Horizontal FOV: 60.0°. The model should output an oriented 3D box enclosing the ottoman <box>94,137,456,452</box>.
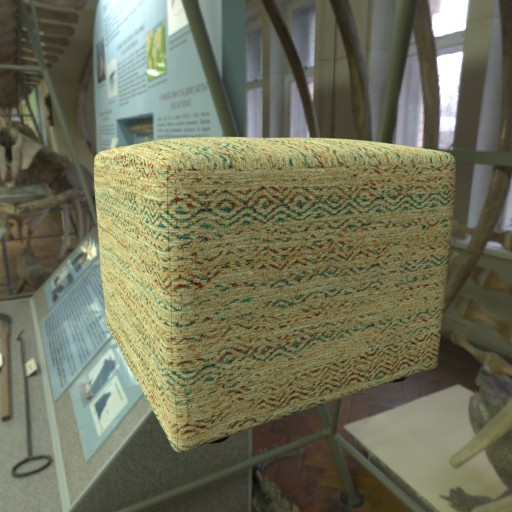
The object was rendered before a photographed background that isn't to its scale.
[{"bbox_3d":[0.000,0.000,0.878,0.521,0.453,0.512,-7,16,-27],"label":"ottoman"}]
